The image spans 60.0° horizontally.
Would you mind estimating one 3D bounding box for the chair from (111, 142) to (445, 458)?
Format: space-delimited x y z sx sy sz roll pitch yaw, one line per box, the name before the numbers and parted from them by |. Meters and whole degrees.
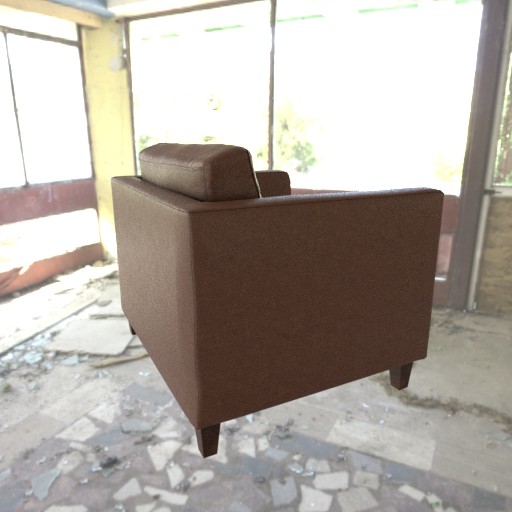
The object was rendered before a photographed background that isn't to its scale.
chair | 0.000 0.000 1.834 0.959 0.917 1.107 -8 17 -27
